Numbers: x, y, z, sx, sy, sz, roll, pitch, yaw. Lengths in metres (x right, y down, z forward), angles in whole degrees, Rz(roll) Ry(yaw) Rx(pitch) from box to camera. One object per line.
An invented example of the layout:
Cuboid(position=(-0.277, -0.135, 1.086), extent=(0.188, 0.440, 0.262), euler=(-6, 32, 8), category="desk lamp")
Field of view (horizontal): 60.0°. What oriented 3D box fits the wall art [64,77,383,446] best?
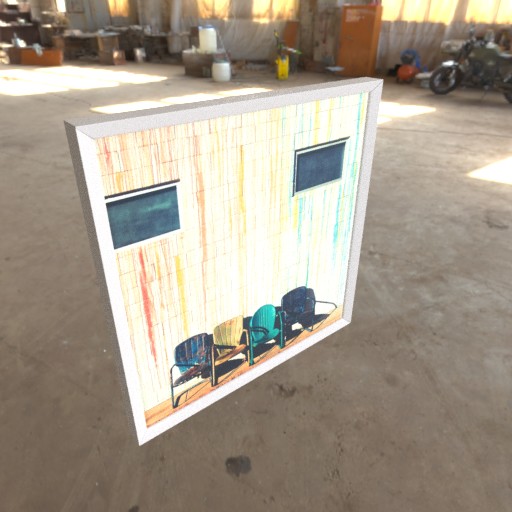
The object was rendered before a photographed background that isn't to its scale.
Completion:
Cuboid(position=(0.000, 0.000, 0.735), extent=(0.508, 0.508, 0.037), euler=(-22, 36, -33), category="wall art")
